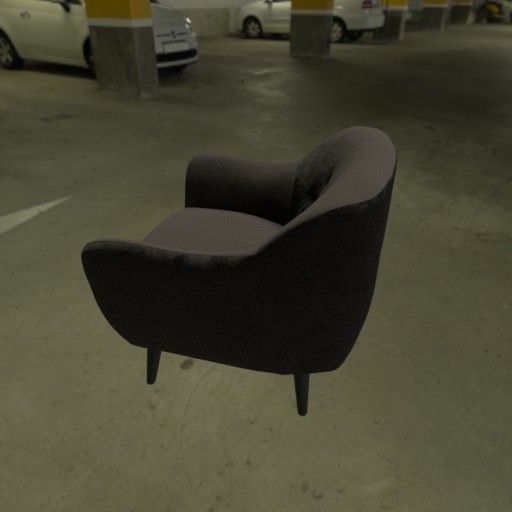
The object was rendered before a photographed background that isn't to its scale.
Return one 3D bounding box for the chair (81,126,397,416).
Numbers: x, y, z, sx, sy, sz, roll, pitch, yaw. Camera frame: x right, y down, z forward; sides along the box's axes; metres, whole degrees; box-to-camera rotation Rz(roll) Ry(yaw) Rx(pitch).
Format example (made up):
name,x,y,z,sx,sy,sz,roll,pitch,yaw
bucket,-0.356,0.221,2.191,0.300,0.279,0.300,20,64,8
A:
name,x,y,z,sx,sy,sz,roll,pitch,yaw
chair,0.000,0.000,1.522,0.819,0.807,0.840,7,31,12
